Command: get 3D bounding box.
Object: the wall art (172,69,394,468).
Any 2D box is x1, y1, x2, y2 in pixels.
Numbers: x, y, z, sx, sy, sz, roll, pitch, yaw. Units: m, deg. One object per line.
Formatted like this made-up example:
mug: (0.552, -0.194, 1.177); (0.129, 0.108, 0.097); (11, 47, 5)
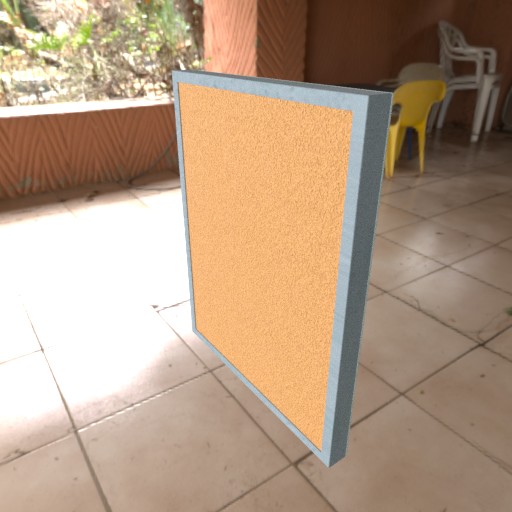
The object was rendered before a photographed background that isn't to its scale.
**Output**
wall art: (0.000, 0.000, 0.684); (0.037, 0.509, 0.409); (-18, 32, -32)
